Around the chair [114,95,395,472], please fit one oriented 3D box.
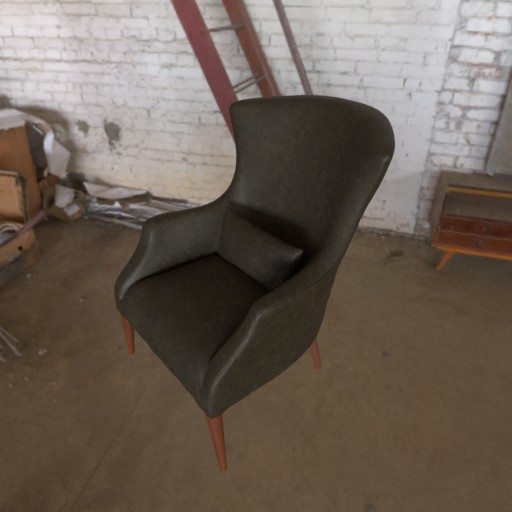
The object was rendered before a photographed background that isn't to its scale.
[{"bbox_3d":[0.000,0.000,1.757,0.954,1.068,0.819,-23,39,-32],"label":"chair"}]
